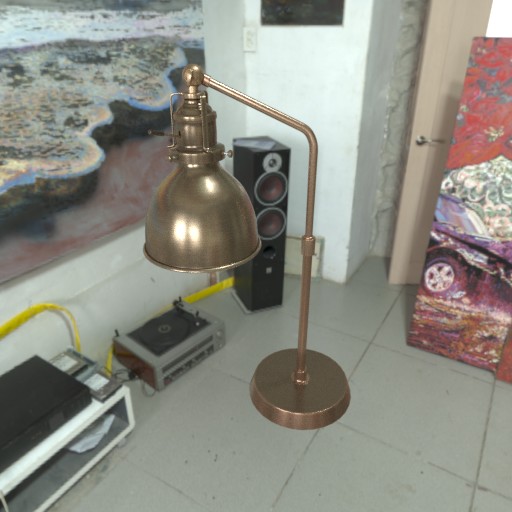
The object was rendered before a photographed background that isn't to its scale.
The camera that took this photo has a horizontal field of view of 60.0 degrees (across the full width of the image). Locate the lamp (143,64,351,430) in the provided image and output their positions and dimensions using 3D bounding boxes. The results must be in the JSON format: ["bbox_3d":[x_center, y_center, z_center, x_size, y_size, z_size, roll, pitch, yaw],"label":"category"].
[{"bbox_3d":[0.000,0.000,0.572,0.286,0.456,0.153,1,27,2],"label":"lamp"}]
